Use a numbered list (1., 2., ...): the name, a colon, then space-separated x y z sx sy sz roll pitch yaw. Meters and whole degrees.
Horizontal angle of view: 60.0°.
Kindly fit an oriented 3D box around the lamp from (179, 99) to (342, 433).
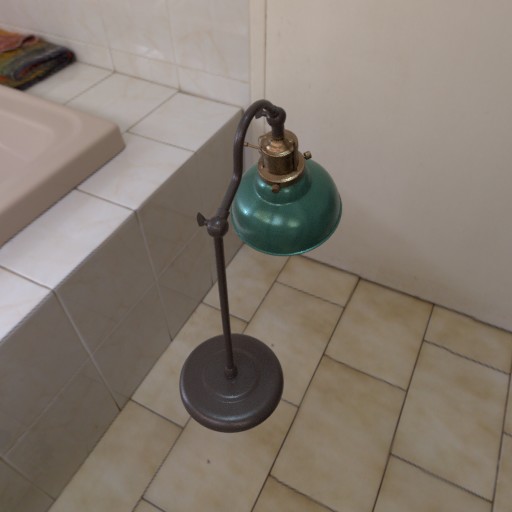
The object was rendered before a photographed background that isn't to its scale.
1. lamp: 0.000 0.000 0.684 0.192 0.508 0.374 23 51 19
